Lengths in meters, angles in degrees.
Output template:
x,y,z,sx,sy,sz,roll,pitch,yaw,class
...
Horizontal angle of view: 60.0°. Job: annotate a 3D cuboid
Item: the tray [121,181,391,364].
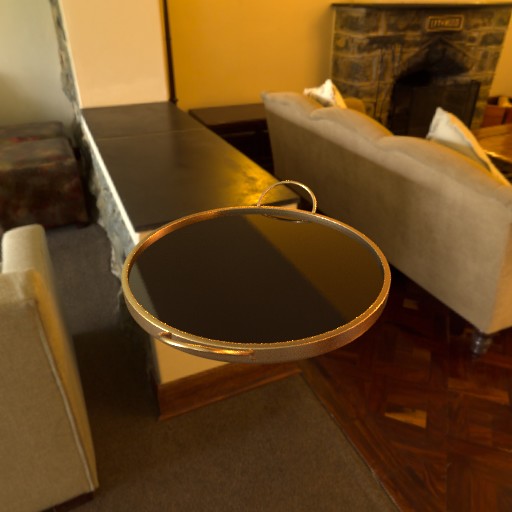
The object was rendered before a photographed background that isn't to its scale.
x,y,z,sx,sy,sz,roll,pitch,yaw,class
0.000,0.000,0.742,0.438,0.069,0.543,9,32,14,tray
